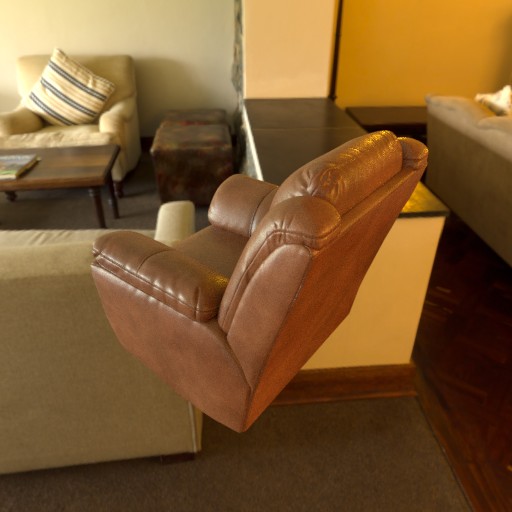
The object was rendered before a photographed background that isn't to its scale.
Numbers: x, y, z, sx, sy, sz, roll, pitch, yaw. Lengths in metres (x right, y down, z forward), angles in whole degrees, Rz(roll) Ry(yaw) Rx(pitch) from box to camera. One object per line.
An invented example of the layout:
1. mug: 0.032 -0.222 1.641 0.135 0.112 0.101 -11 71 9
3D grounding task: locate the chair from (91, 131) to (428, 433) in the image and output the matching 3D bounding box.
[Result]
1. chair: 0.000 0.000 1.891 1.041 1.093 0.990 21 36 30
